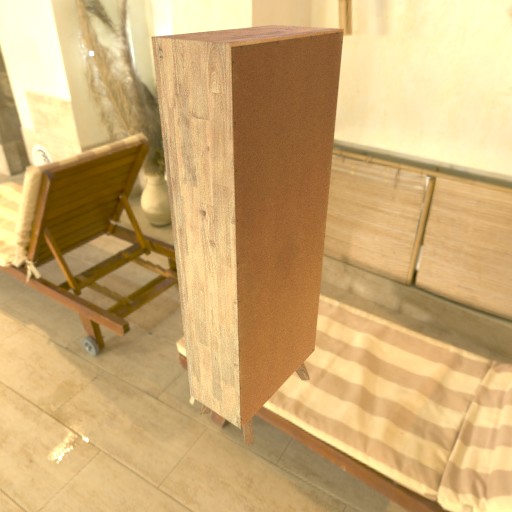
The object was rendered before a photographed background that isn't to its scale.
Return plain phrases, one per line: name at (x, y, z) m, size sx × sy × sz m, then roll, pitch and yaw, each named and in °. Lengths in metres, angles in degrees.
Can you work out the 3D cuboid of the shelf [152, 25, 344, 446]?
shelf at (0.000, 0.000, 1.485) m, size 0.267 × 1.342 × 0.491 m, roll 22°, pitch 37°, yaw 31°
